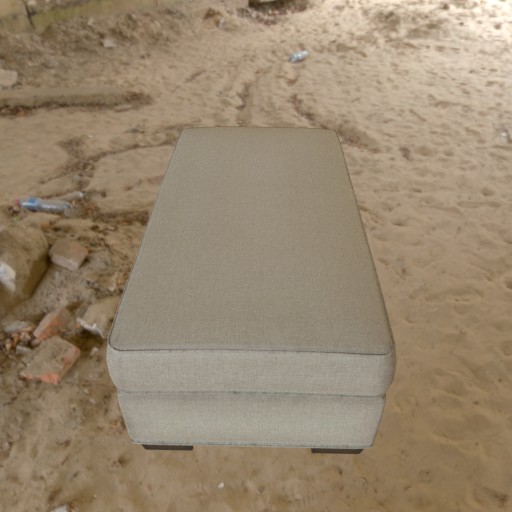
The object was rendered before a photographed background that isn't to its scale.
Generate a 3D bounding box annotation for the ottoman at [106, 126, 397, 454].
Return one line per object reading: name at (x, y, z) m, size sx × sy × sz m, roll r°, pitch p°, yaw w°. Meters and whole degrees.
ottoman at (0.000, 0.000, 1.418) m, size 0.617 × 0.461 × 1.097 m, roll 1°, pitch 40°, yaw 1°
